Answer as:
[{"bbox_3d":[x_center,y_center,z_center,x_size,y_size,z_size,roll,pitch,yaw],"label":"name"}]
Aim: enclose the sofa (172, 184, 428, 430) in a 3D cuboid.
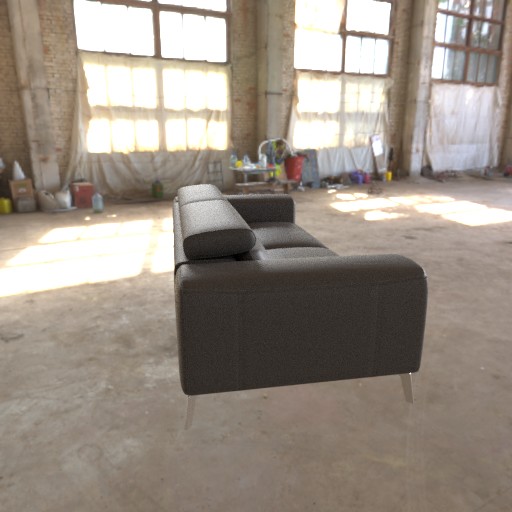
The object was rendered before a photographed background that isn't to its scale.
[{"bbox_3d":[0.000,0.000,2.815,1.023,0.759,2.321,-3,16,-10],"label":"sofa"}]
